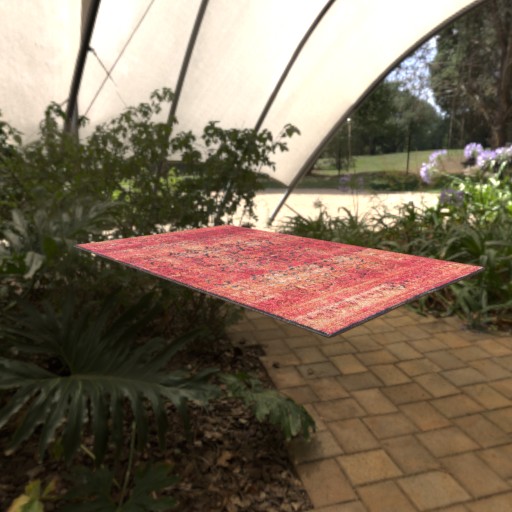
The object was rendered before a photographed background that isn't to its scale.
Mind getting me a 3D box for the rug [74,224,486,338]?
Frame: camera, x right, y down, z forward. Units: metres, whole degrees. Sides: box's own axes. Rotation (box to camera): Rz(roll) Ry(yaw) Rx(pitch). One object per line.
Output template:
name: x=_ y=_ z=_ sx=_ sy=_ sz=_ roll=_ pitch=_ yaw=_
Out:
rug: x=0.000 y=0.000 z=3.042 sx=1.539 sy=0.018 sz=2.449 roll=-12 pitch=17 yaw=-42
